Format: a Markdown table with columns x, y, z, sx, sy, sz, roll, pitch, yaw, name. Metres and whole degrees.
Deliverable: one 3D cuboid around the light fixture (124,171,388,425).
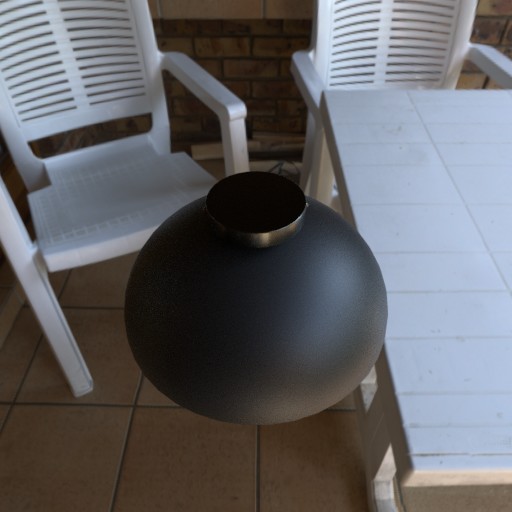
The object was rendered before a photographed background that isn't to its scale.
| x | y | z | sx | sy | sz | roll | pitch | yaw | name |
| --- | --- | --- | --- | --- | --- | --- | --- | --- | --- |
| 0.000 | 0.000 | 0.555 | 0.355 | 0.177 | 0.355 | 0 | 45 | 0 | light fixture |
